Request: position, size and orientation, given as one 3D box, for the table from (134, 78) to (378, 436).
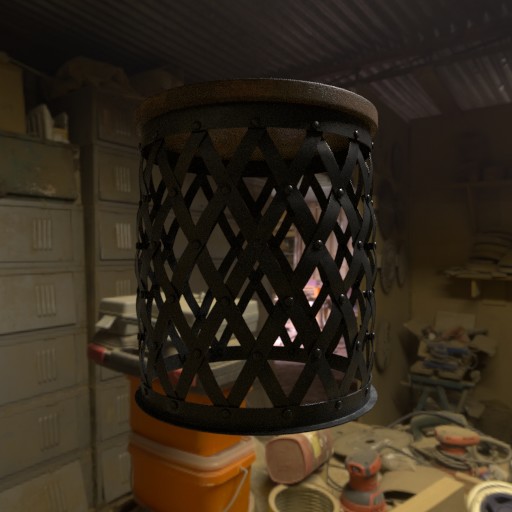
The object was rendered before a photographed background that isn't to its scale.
[{"bbox_3d":[0.000,0.000,0.764,0.405,0.454,0.405,0,1,0],"label":"table"}]
